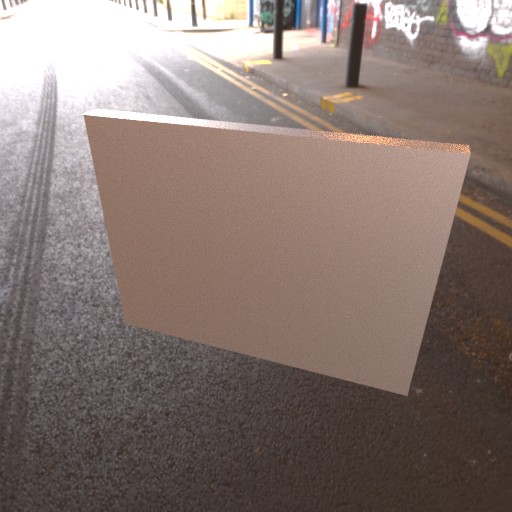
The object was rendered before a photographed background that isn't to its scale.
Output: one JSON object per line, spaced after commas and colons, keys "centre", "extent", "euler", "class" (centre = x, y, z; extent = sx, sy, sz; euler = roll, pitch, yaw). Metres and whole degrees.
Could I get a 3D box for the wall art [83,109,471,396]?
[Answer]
{"centre": [0.000, 0.000, 1.393], "extent": [1.056, 0.801, 0.066], "euler": [11, 33, 17], "class": "wall art"}
